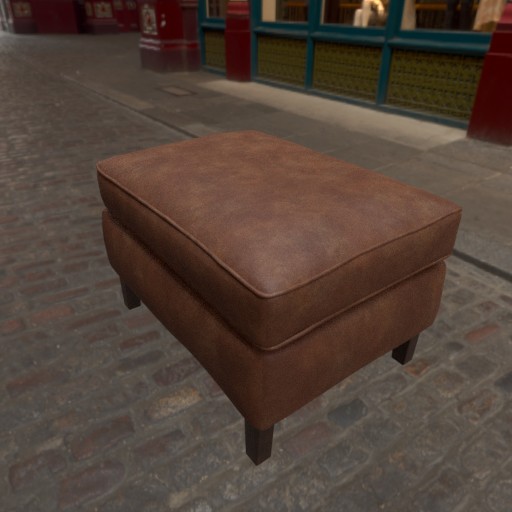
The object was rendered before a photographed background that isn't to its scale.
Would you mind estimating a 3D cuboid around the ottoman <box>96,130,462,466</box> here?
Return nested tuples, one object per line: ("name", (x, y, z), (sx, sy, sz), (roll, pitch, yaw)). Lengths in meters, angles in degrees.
("ottoman", (0.000, 0.000, 0.987), (0.501, 0.418, 0.665), (-21, 37, -31))
